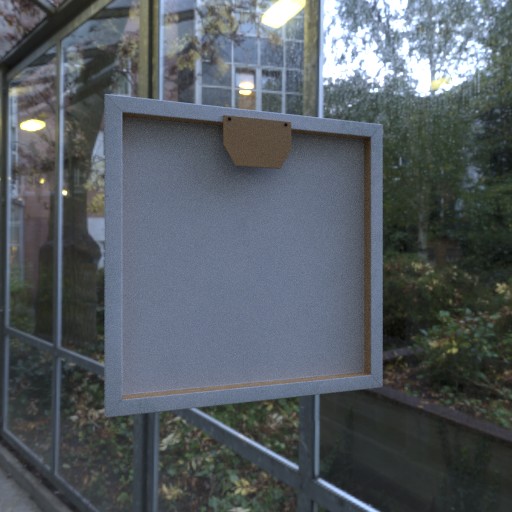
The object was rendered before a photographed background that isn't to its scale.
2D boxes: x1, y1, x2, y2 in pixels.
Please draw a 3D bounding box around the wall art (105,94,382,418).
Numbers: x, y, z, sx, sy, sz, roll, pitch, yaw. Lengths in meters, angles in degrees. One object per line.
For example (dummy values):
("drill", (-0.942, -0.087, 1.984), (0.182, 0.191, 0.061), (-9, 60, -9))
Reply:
("wall art", (0.000, 0.000, 0.937), (0.605, 0.605, 0.044), (0, 0, -19))
